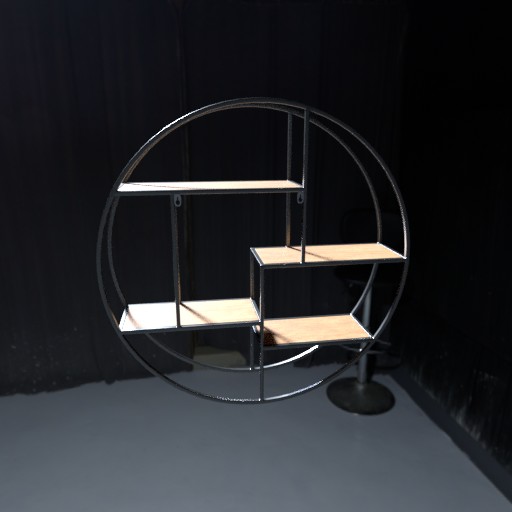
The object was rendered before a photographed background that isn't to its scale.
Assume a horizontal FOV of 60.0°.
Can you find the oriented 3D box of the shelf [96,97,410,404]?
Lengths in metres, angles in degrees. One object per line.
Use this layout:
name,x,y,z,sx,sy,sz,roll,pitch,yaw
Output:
shelf,0.000,0.000,1.337,0.888,0.888,0.202,-2,16,-9
